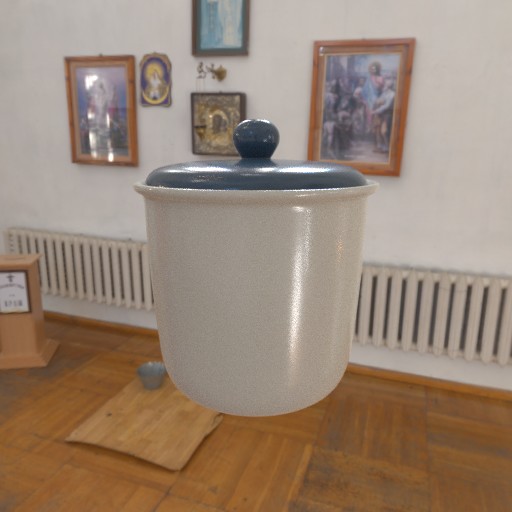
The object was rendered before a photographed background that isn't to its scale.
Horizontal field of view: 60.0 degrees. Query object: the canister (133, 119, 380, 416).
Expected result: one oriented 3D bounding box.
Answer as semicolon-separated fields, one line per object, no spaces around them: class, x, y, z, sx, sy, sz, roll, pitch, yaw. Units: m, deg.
canister;0.000;0.000;0.351;0.182;0.208;0.182;0;13;0
